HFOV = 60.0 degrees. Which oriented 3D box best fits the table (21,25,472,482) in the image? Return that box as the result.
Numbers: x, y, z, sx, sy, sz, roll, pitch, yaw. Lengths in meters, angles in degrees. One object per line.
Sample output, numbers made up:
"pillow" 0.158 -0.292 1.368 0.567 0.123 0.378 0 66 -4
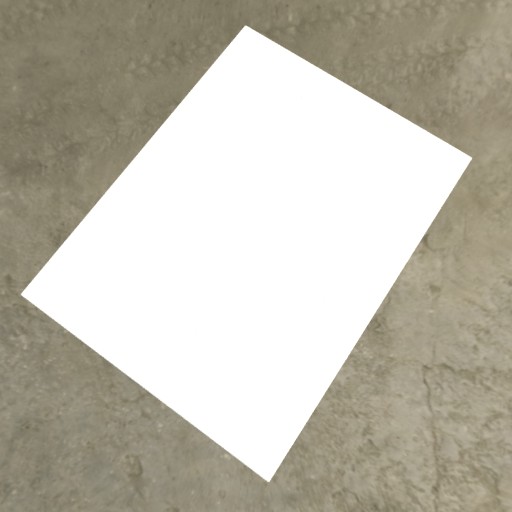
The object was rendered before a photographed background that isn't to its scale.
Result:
"table" 0.000 0.000 0.783 0.399 0.357 0.517 34 78 8
